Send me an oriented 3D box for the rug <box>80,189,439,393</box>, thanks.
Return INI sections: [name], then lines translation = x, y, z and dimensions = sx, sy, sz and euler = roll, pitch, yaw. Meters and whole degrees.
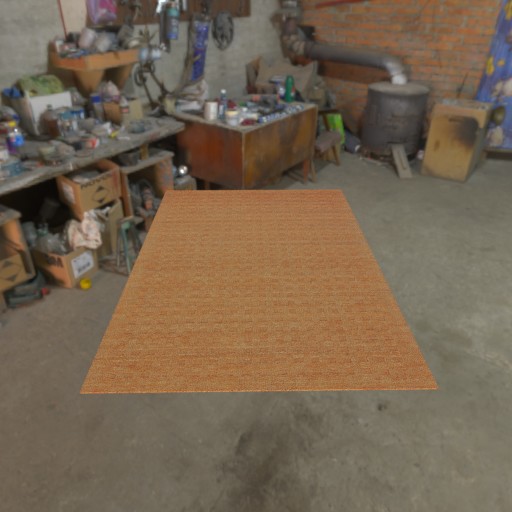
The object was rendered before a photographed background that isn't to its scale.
[rug]
translation = 0.000, 0.000, 2.870
dimensions = 1.524, 0.006, 2.285
euler = 0, 30, -1
